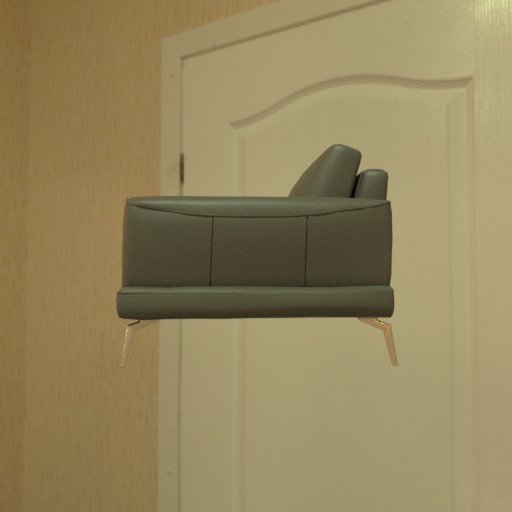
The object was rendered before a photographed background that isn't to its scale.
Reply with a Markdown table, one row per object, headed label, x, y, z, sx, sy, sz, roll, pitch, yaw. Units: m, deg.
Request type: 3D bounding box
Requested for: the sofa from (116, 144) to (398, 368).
| label | x | y | z | sx | sy | sz | roll | pitch | yaw |
| --- | --- | --- | --- | --- | --- | --- | --- | --- | --- |
| sofa | 0.000 | 0.000 | 2.733 | 1.121 | 0.930 | 2.177 | 0 | -2 | 0 |
